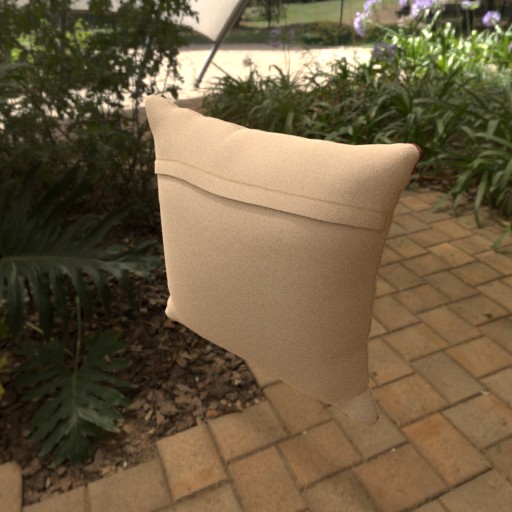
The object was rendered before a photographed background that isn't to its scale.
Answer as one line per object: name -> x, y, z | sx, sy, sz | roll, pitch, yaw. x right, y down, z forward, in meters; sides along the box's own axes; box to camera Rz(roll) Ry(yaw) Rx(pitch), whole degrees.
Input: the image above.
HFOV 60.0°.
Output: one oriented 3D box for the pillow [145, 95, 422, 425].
pillow -> 0.000, 0.000, 0.801 | 0.536, 0.506, 0.229 | 21, 35, 32
